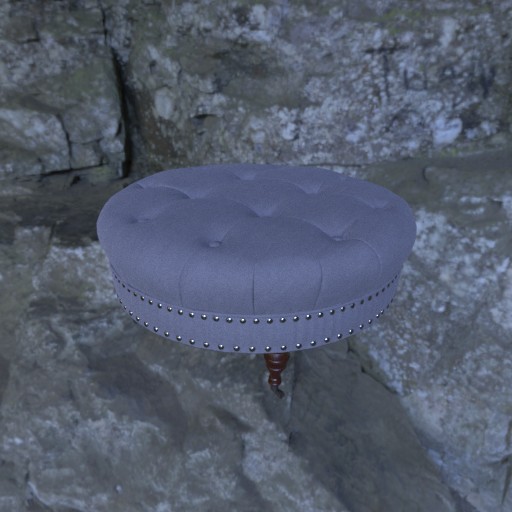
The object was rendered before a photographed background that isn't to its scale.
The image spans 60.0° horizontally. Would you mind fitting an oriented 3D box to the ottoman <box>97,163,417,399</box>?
[{"bbox_3d":[0.000,0.000,1.366,0.901,0.439,0.901,0,25,0],"label":"ottoman"}]
